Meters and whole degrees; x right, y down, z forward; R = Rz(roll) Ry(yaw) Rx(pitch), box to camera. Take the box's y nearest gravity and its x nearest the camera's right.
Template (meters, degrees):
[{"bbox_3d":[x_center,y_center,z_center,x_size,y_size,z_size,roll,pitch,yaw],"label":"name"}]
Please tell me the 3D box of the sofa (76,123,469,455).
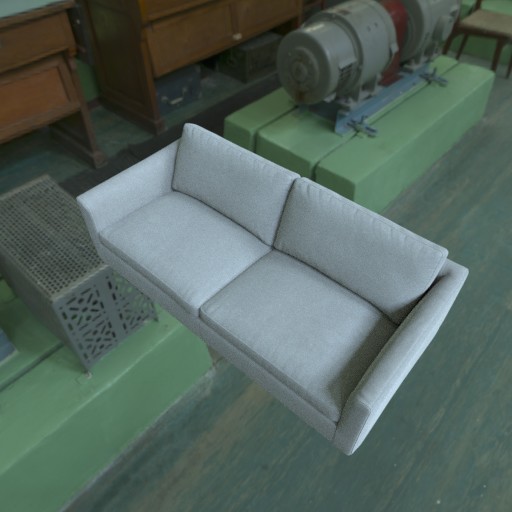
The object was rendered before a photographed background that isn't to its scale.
[{"bbox_3d":[0.000,0.000,2.858,2.588,0.838,1.090,32,54,27],"label":"sofa"}]
